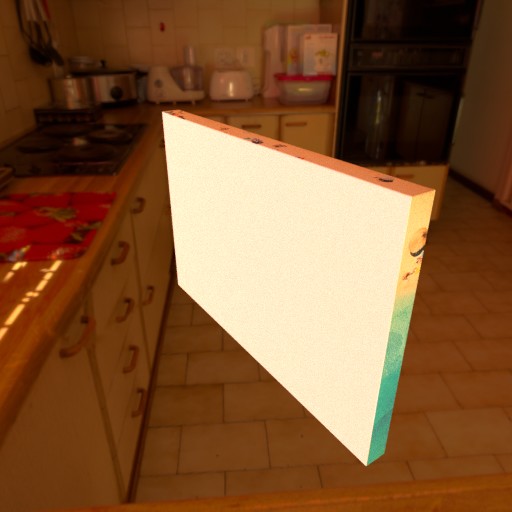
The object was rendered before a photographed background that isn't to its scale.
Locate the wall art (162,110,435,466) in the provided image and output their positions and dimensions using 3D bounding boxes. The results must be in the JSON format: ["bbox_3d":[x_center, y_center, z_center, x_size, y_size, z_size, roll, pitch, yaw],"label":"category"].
[{"bbox_3d":[0.000,0.000,0.771,0.039,0.406,0.609,-18,32,-30],"label":"wall art"}]
